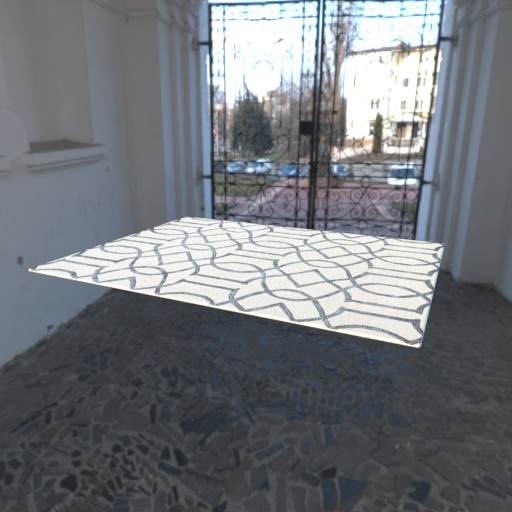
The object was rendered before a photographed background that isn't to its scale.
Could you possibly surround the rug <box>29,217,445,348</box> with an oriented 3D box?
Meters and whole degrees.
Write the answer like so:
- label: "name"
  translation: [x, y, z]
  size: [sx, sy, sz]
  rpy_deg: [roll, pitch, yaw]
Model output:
- label: "rug"
  translation: [0.000, 0.000, 3.831]
  size: [2.910, 0.021, 2.211]
  rpy_deg: [8, 19, 24]
